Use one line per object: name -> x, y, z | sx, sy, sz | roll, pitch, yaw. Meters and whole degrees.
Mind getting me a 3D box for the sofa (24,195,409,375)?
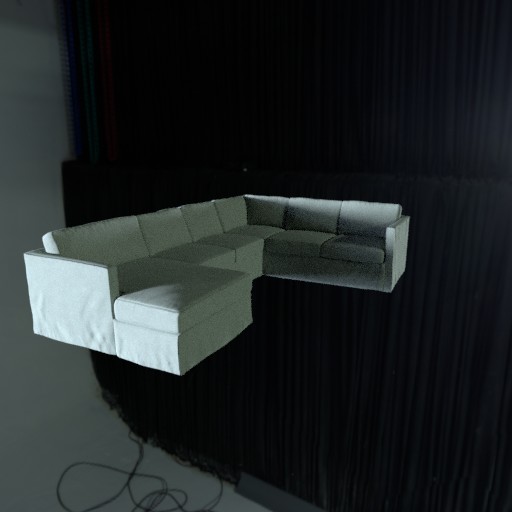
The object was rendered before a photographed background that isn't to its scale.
sofa -> 0.000, 0.000, 4.493 | 2.440, 0.869, 3.434 | 7, 16, 27
